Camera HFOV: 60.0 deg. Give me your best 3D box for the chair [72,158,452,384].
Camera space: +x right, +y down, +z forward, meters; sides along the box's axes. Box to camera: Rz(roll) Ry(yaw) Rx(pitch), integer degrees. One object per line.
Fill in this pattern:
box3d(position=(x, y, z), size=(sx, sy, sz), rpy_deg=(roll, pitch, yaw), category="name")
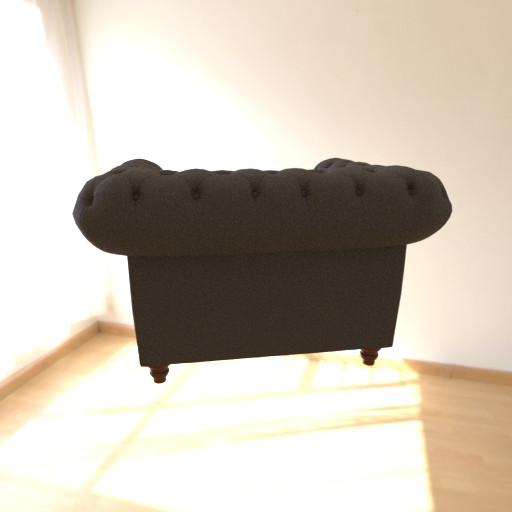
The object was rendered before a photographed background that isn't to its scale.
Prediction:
box3d(position=(0.000, 0.000, 1.852), size=(1.270, 0.770, 0.976), rpy_deg=(-2, 15, -9), category="chair")
